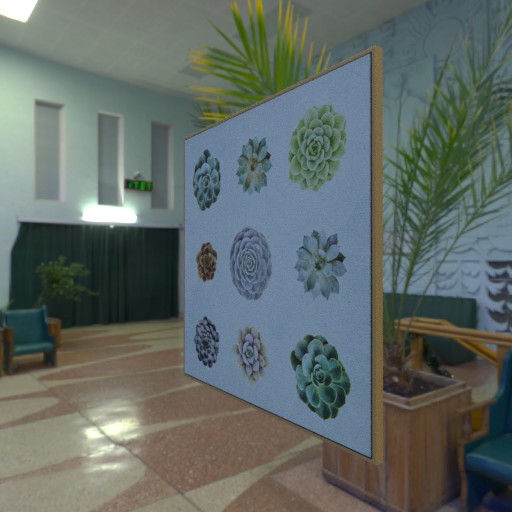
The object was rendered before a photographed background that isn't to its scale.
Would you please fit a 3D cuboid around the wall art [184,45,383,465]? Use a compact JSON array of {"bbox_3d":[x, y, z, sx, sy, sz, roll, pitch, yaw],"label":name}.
[{"bbox_3d":[0.000,0.000,0.668,0.013,0.455,0.457,0,0,-36],"label":"wall art"}]
